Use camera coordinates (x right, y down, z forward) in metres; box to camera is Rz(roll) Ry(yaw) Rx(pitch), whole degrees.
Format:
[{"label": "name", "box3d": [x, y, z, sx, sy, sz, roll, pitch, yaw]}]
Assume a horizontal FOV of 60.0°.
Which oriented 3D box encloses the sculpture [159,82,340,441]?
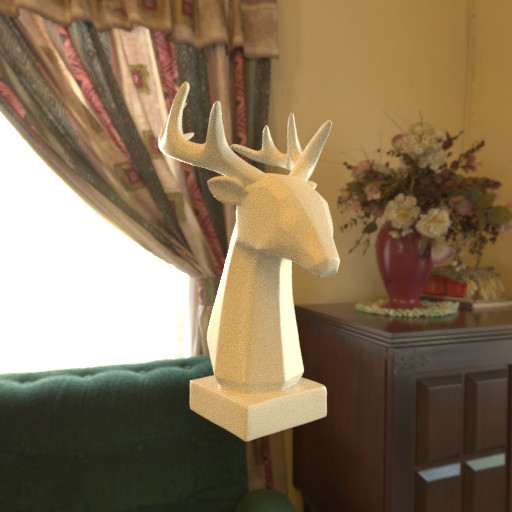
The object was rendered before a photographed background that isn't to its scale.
[{"label": "sculpture", "box3d": [0.000, 0.000, 0.462, 0.174, 0.329, 0.224, 0, 0, -37]}]
